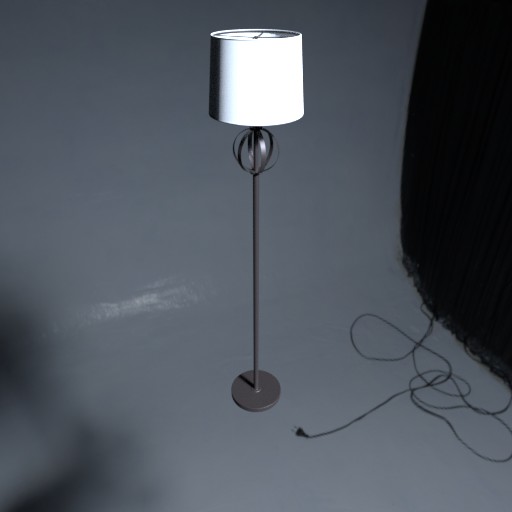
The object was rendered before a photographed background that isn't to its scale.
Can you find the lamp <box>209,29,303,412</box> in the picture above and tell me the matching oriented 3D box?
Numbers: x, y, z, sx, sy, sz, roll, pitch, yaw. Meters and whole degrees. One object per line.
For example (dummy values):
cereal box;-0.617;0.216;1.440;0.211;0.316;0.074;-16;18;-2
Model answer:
lamp;0.000;0.000;1.625;0.286;1.462;0.286;-10;34;-16
